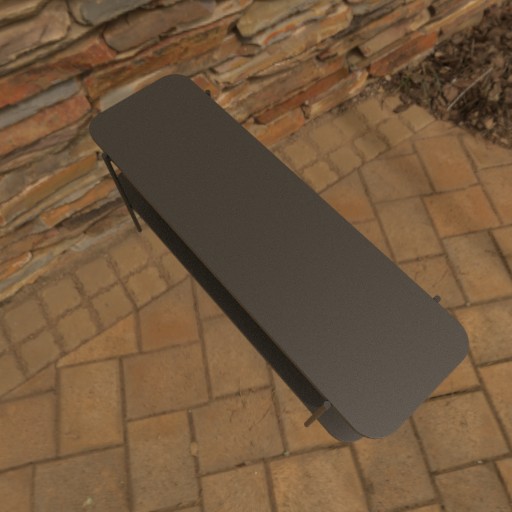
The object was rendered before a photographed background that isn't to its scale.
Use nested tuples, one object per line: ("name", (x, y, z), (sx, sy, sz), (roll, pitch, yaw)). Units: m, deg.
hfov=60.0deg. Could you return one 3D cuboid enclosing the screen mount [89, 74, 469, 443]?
("screen mount", (0.000, 0.000, 1.394), (0.400, 0.447, 1.200), (-38, 70, -17))
